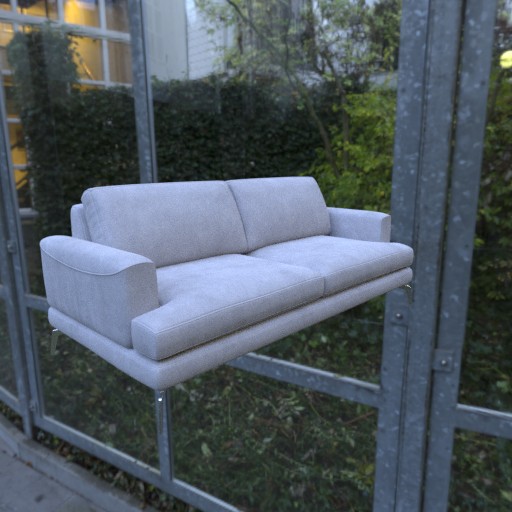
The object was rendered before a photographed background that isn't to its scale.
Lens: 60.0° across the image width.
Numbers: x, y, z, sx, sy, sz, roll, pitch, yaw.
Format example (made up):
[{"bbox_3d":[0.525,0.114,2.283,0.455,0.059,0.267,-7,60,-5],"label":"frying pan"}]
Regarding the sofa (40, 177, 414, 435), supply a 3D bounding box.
[{"bbox_3d":[0.000,0.000,2.502,0.980,0.830,2.013,12,17,43],"label":"sofa"}]
